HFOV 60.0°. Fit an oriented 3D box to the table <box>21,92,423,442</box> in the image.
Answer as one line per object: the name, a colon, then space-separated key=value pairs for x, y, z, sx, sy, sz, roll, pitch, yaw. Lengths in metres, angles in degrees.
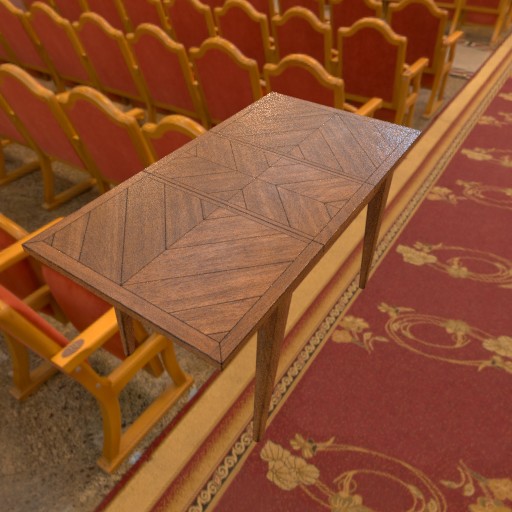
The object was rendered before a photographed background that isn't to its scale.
table: x=0.000 y=0.000 z=1.858 sx=0.757 sy=0.760 sz=1.400 roll=24 pitch=47 yaw=25
